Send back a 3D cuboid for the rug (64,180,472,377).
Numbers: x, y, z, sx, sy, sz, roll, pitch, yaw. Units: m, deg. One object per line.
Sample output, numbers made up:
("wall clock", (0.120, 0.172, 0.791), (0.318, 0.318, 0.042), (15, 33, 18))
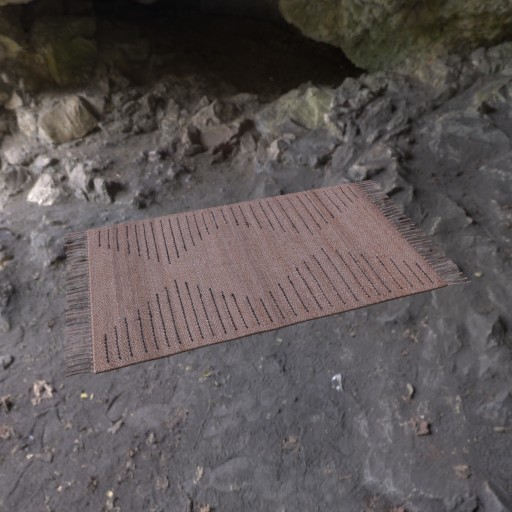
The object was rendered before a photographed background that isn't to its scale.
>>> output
("rug", (0.000, 0.000, 2.076), (1.718, 0.017, 0.905), (-12, 42, -13))
